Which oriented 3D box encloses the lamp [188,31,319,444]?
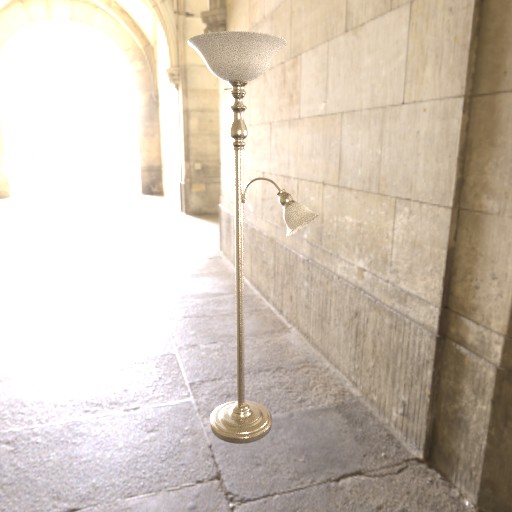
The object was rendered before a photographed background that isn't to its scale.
[{"bbox_3d":[0.000,0.000,2.005,0.575,1.785,0.405,7,16,26],"label":"lamp"}]
